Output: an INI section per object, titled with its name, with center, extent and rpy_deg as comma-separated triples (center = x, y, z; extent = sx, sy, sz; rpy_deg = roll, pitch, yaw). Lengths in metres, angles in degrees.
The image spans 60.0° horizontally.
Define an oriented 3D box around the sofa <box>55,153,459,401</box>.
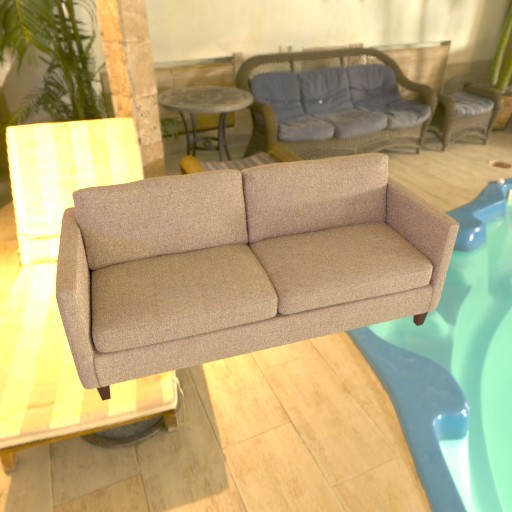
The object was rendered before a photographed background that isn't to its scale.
[sofa]
center = 0.000, 0.000, 2.762
extent = 2.208, 0.965, 0.951
rpy_deg = -10, 33, -15
